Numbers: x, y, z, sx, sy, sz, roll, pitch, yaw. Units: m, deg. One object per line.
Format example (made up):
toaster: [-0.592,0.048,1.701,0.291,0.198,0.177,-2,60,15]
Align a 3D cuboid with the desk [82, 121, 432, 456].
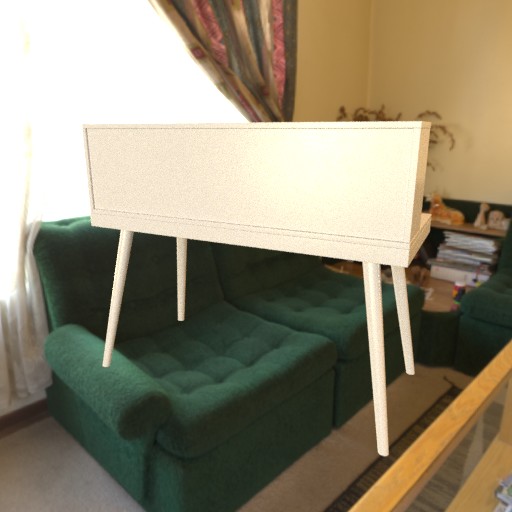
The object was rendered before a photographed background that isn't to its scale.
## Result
desk: [0.000,0.000,1.729,1.199,0.990,0.559,8,18,26]
